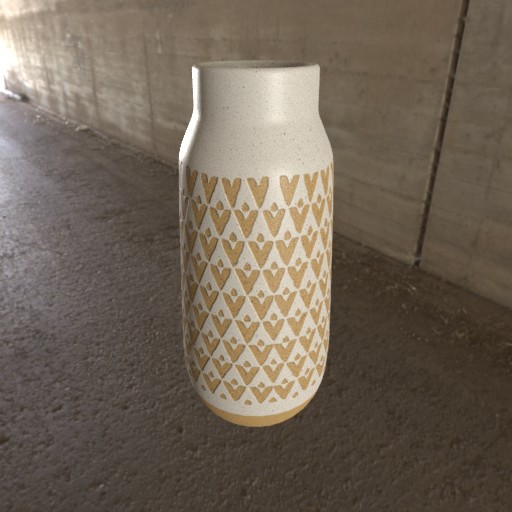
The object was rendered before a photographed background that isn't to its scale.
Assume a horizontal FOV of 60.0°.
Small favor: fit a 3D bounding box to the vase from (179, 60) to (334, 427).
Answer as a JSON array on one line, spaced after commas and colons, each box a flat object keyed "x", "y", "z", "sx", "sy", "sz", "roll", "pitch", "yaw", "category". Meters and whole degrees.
[{"x": 0.000, "y": 0.000, "z": 0.385, "sx": 0.137, "sy": 0.307, "sz": 0.137, "roll": 0, "pitch": 27, "yaw": 0, "category": "vase"}]
